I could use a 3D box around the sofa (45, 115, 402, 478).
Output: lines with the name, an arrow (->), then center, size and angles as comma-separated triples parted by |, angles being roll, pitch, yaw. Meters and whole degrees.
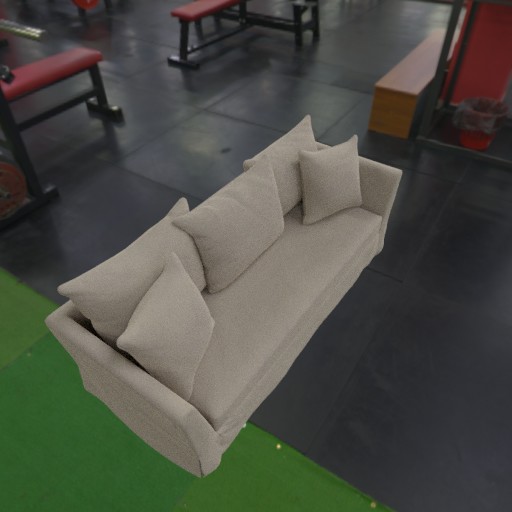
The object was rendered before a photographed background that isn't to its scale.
sofa -> 0.000, 0.000, 3.012 | 1.046, 1.047, 2.499 | 26, 49, 25
